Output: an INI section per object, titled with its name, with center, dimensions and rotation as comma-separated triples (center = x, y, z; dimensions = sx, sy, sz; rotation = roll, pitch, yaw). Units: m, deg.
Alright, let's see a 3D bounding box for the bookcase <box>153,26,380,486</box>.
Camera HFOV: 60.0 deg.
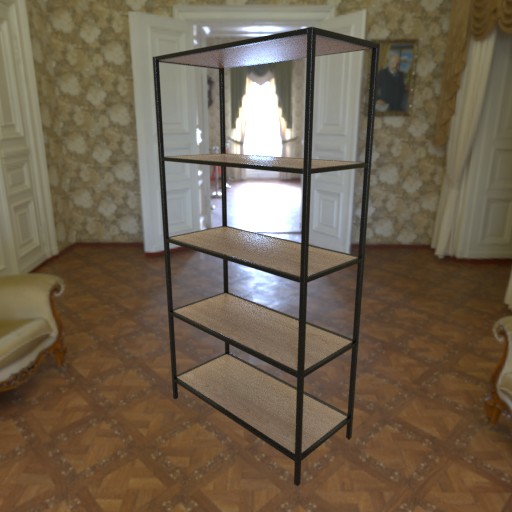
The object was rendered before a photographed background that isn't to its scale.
[bookcase]
center = 0.000, 0.000, 1.765
dimensions = 0.770, 1.500, 0.350
rotation = 16, 22, 42
